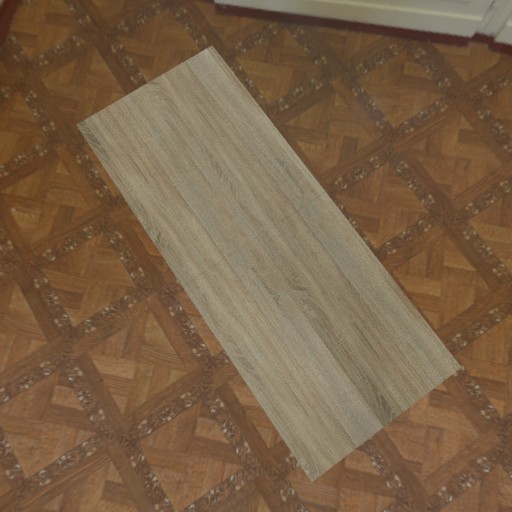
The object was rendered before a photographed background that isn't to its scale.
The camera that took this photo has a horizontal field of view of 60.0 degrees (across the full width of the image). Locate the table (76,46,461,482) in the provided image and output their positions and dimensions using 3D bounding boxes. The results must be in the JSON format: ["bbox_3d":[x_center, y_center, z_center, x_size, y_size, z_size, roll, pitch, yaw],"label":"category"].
[{"bbox_3d":[0.000,0.000,2.682,0.900,0.790,2.200,-34,79,-8],"label":"table"}]
